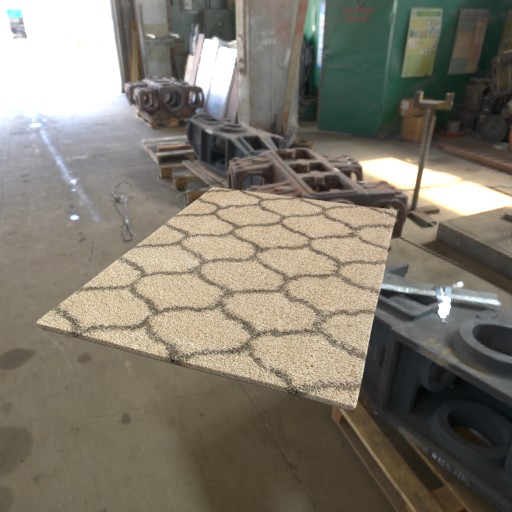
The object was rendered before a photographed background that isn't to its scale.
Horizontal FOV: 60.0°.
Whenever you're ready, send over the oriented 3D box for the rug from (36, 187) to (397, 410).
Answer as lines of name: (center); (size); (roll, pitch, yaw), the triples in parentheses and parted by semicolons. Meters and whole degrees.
rug: (0.000, 0.000, 2.145); (1.200, 0.025, 1.600); (10, 30, 17)
